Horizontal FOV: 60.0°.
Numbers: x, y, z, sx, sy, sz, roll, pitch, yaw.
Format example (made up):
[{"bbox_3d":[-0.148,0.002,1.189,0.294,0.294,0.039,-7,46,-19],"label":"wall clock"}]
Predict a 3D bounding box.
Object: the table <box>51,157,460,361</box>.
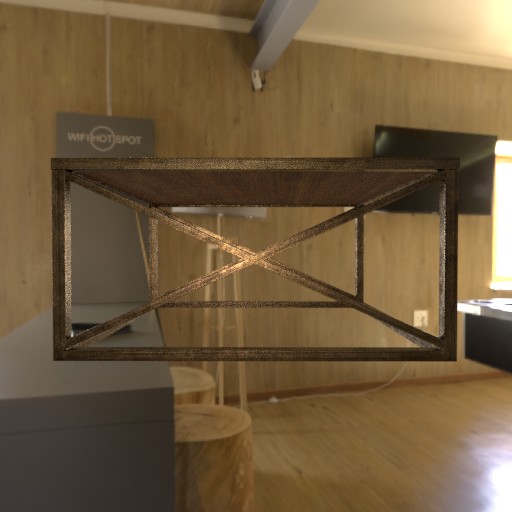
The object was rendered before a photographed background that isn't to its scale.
[{"bbox_3d":[0.000,0.000,1.432,0.899,0.451,0.909,0,1,0],"label":"table"}]
